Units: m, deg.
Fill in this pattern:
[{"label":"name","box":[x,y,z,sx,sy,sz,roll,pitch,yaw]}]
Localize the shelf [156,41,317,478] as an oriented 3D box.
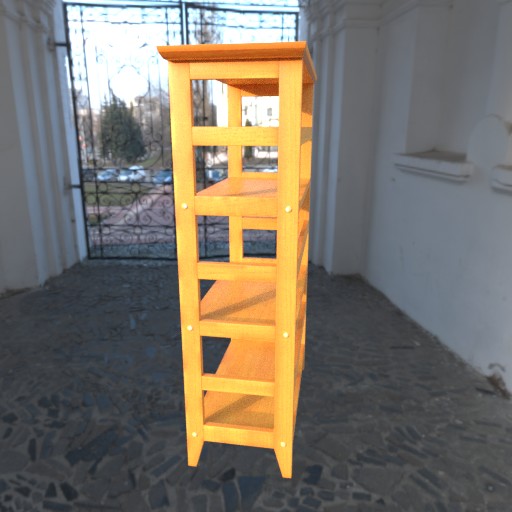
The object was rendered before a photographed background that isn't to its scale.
[{"label":"shelf","box":[0.000,0.000,1.340,0.305,1.067,0.660,3,16,9]}]
